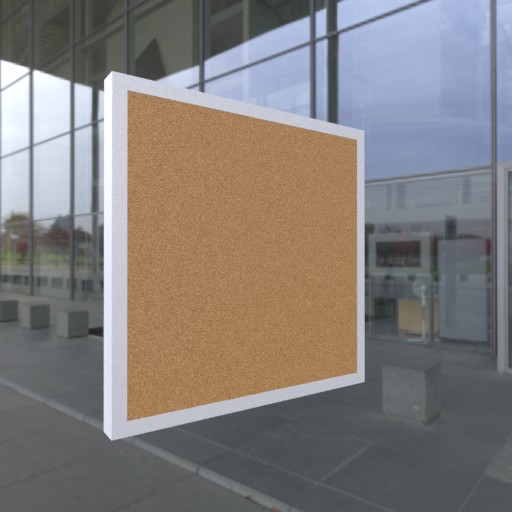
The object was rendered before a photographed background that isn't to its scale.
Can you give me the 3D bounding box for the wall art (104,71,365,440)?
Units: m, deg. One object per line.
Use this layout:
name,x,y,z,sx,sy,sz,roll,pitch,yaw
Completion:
wall art,0.000,0.000,0.769,0.507,0.508,0.038,0,0,-35
